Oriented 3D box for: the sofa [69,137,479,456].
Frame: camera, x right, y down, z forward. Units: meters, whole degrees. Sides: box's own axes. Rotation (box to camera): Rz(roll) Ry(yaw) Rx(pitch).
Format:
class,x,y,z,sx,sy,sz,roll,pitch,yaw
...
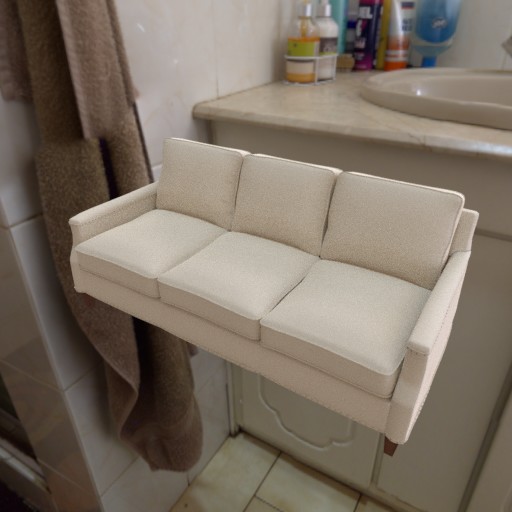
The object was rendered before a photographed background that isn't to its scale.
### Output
class,x,y,z,sx,sy,sz,roll,pitch,yaw
sofa,0.000,0.000,2.668,2.246,1.003,1.084,18,34,28
